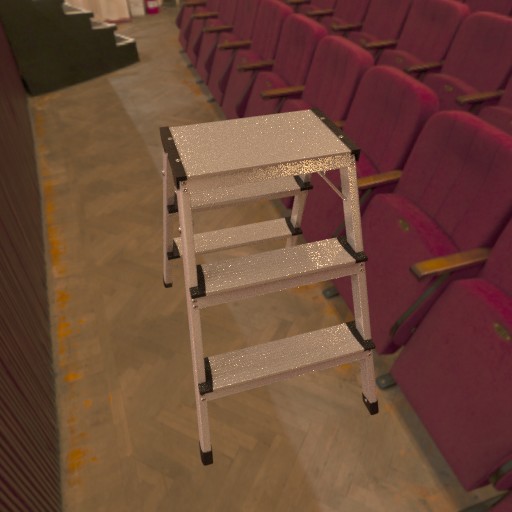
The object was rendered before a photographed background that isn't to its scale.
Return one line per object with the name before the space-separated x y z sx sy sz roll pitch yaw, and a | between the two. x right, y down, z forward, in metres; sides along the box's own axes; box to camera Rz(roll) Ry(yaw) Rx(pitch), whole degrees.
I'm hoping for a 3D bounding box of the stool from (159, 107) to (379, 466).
stool | 0.000 0.000 1.053 0.437 0.605 0.622 -11 42 -13
